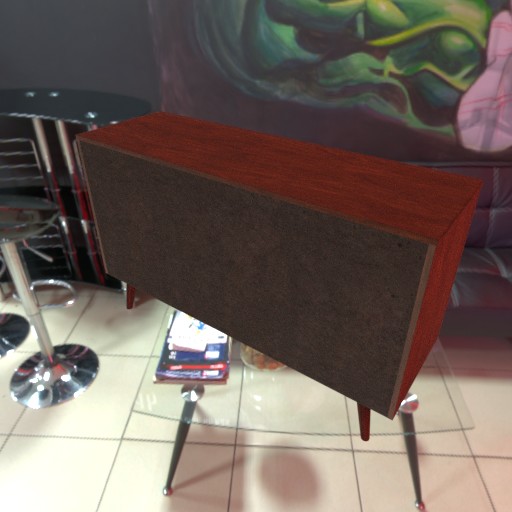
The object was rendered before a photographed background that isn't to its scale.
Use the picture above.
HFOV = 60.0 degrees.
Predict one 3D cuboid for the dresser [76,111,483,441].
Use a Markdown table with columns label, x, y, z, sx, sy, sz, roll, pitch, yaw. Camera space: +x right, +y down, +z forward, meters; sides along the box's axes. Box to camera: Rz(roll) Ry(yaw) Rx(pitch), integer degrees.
| label | x | y | z | sx | sy | sz | roll | pitch | yaw |
| --- | --- | --- | --- | --- | --- | --- | --- | --- | --- |
| dresser | 0.000 | 0.000 | 1.867 | 1.472 | 0.889 | 0.500 | 21 | 38 | 30 |
